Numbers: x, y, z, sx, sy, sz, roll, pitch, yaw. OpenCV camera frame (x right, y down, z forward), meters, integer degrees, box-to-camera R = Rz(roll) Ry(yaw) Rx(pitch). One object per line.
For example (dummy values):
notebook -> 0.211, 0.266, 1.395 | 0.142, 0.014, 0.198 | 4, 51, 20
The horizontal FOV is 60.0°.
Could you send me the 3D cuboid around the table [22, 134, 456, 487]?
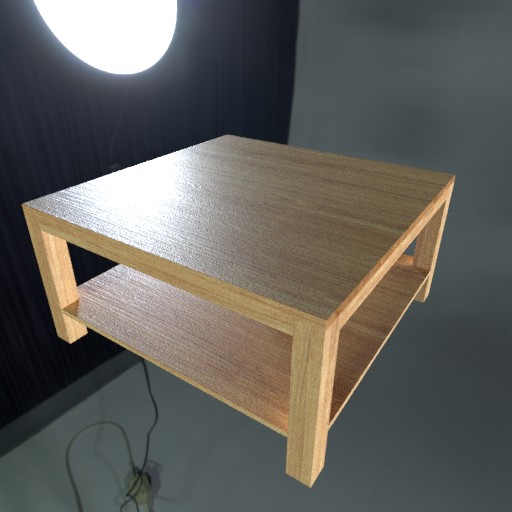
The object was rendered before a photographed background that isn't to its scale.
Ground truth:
table -> 0.000, 0.000, 1.394 | 0.900, 0.450, 0.900 | 18, 34, 29
